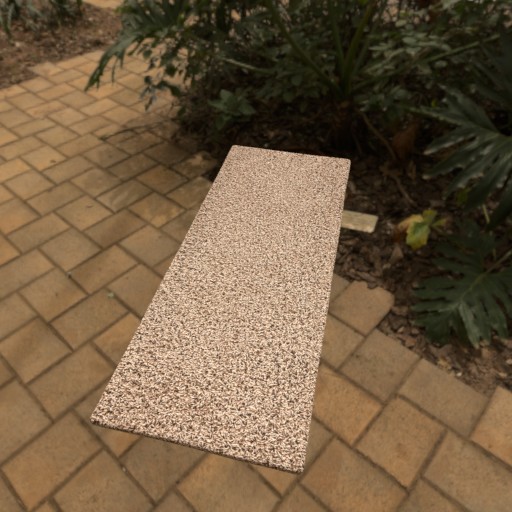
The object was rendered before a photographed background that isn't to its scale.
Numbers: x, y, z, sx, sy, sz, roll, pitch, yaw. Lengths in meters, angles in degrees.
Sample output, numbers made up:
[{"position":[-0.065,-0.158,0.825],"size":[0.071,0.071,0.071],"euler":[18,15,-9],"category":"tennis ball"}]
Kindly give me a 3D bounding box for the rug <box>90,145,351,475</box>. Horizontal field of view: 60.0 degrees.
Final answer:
[{"position":[0.000,0.000,1.727],"size":[0.609,0.030,1.524],"euler":[9,45,9],"category":"rug"}]
